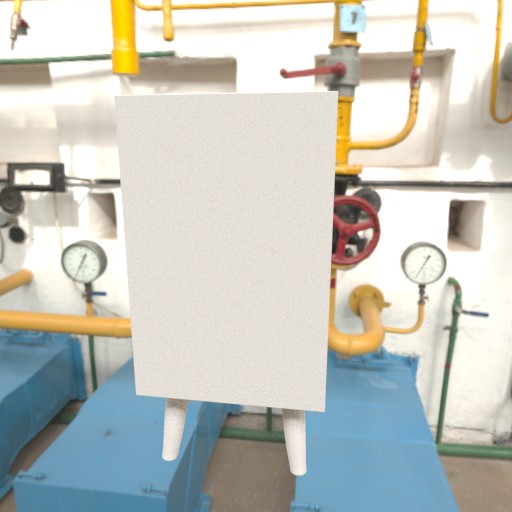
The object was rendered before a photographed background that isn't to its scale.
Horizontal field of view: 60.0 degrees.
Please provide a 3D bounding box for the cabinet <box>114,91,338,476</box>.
[{"bbox_3d":[0.000,0.000,1.219,0.398,0.761,0.800,2,14,9],"label":"cabinet"}]
